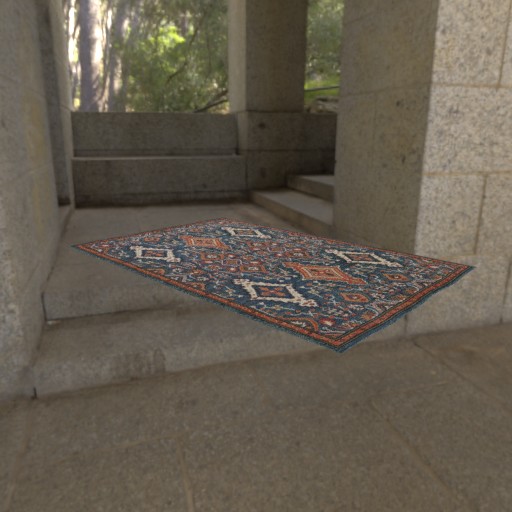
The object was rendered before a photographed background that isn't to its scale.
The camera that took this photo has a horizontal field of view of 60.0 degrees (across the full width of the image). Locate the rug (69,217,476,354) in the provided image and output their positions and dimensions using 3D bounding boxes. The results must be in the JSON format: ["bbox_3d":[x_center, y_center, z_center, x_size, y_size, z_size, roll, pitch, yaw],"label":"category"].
[{"bbox_3d":[0.000,0.000,4.270,3.371,0.008,2.190,15,21,41],"label":"rug"}]
